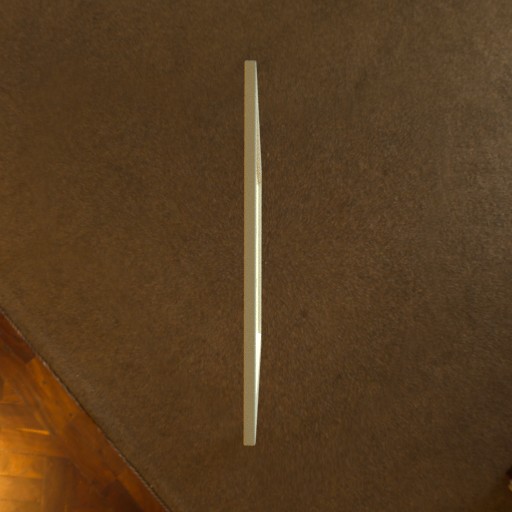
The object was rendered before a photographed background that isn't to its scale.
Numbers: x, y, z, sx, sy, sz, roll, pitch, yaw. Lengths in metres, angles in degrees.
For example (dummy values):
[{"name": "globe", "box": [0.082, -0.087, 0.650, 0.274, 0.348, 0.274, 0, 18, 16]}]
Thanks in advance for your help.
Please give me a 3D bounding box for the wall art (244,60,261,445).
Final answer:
[{"name": "wall art", "box": [0.000, 0.000, 0.694, 0.012, 0.529, 0.374, 0, 89, 1]}]
